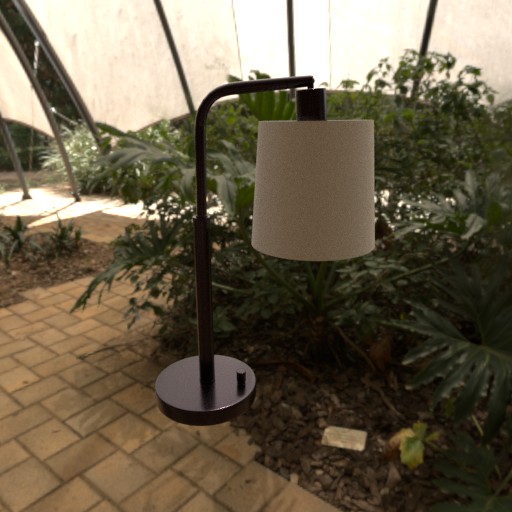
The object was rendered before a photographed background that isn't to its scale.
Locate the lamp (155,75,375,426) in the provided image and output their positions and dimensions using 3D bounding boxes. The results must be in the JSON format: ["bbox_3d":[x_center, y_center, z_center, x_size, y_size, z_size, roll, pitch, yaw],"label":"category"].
[{"bbox_3d":[0.000,0.000,0.647,0.333,0.489,0.171,3,18,10],"label":"lamp"}]
